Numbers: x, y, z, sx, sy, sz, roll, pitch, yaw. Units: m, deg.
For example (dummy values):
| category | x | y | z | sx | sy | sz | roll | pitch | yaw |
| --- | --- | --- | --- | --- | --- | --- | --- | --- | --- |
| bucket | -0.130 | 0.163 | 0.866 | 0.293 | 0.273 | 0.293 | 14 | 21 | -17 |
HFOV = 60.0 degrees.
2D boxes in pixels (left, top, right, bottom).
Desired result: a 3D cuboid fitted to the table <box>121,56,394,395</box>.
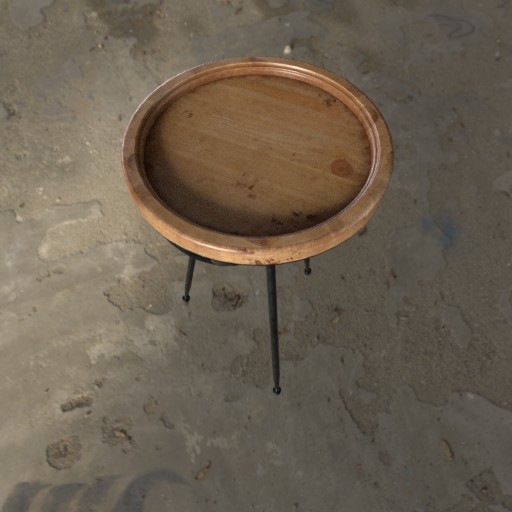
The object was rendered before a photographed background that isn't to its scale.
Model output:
| category | x | y | z | sx | sy | sz | roll | pitch | yaw |
| --- | --- | --- | --- | --- | --- | --- | --- | --- | --- |
| table | 0.000 | 0.000 | 0.947 | 0.414 | 0.664 | 0.418 | -1 | 58 | -1 |
